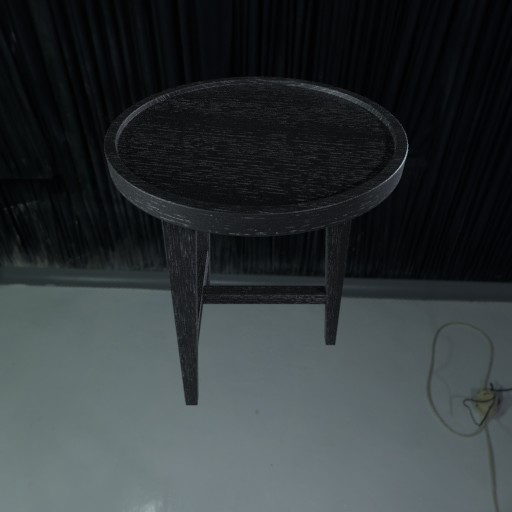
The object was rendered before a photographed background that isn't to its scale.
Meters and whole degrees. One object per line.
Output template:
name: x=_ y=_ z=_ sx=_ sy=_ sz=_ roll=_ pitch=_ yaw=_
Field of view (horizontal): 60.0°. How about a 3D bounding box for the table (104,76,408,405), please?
table: x=0.000 y=0.000 z=0.751 sx=0.399 sy=0.460 sz=0.399 roll=0 pitch=41 yaw=0
